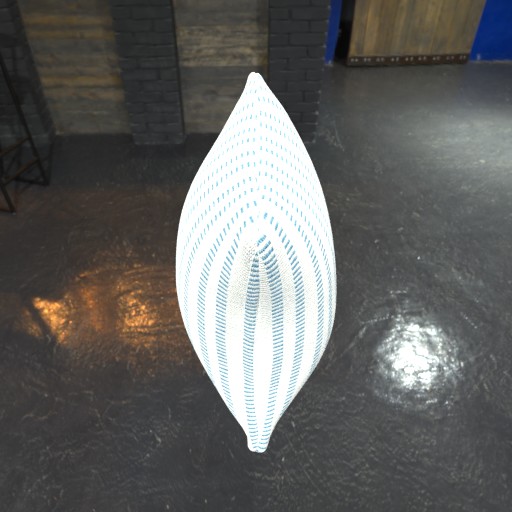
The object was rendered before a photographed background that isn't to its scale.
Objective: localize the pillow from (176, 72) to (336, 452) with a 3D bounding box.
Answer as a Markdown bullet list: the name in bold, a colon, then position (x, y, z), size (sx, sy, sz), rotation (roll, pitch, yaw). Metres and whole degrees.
- **pillow**: position (0.000, 0.000, 0.692), size (0.247, 0.419, 0.438), rotation (0, 41, 0)
